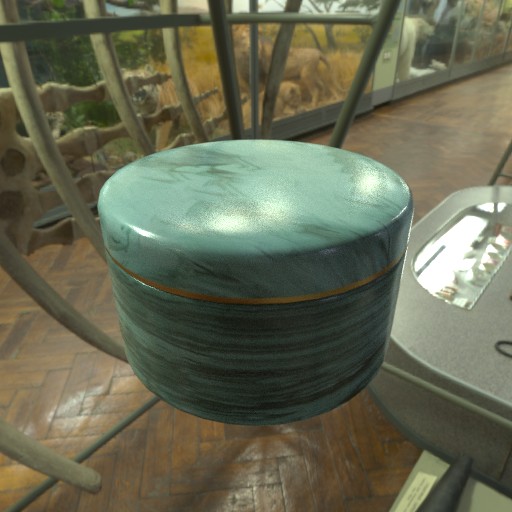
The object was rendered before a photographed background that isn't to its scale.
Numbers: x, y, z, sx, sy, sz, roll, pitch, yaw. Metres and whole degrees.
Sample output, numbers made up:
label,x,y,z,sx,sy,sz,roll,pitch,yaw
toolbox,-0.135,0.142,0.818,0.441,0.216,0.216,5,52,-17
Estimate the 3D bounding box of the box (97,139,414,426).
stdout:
label,x,y,z,sx,sy,sz,roll,pitch,yaw
box,0.000,0.000,0.161,0.101,0.063,0.101,0,29,0
